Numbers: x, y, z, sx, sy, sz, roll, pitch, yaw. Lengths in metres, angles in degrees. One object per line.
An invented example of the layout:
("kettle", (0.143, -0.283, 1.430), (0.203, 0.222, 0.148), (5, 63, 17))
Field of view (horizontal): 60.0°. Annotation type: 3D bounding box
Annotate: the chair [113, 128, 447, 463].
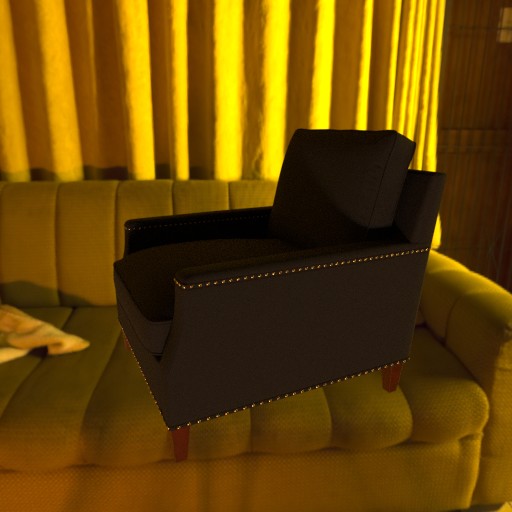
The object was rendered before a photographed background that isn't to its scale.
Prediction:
("chair", (0.000, 0.000, 1.709), (1.014, 0.943, 0.853), (-8, 18, -25))
